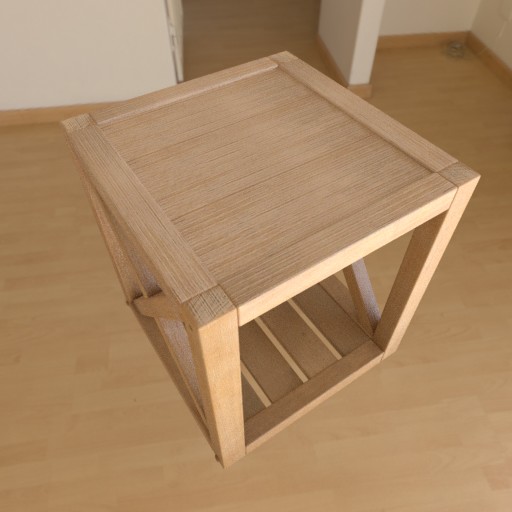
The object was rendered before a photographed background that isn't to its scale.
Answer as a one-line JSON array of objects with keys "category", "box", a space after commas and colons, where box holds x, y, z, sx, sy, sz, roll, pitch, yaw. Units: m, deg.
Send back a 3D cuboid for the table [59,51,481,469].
[{"category": "table", "box": [0.000, 0.000, 1.032, 0.558, 0.610, 0.559, -27, 54, -21]}]
